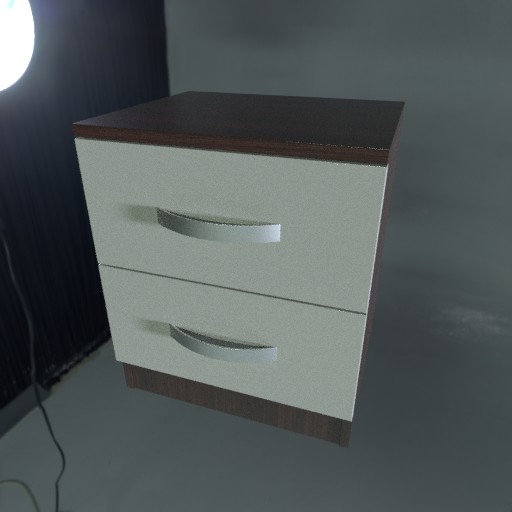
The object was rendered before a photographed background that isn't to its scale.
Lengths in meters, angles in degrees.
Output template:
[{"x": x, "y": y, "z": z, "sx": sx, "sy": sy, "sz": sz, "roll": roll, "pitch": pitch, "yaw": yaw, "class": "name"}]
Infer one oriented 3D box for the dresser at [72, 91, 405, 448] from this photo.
[{"x": 0.000, "y": 0.000, "z": 0.754, "sx": 0.400, "sy": 0.470, "sz": 0.360, "roll": 9, "pitch": 29, "yaw": 17, "class": "dresser"}]
